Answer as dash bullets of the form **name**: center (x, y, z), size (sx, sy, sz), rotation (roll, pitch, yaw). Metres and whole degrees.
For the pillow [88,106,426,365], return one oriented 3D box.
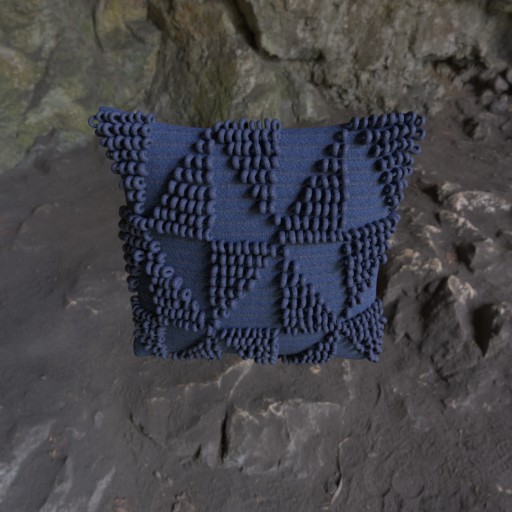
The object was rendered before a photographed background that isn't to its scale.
- **pillow**: center (0.000, 0.000, 0.724), size (0.469, 0.466, 0.172), rotation (1, 30, 1)
